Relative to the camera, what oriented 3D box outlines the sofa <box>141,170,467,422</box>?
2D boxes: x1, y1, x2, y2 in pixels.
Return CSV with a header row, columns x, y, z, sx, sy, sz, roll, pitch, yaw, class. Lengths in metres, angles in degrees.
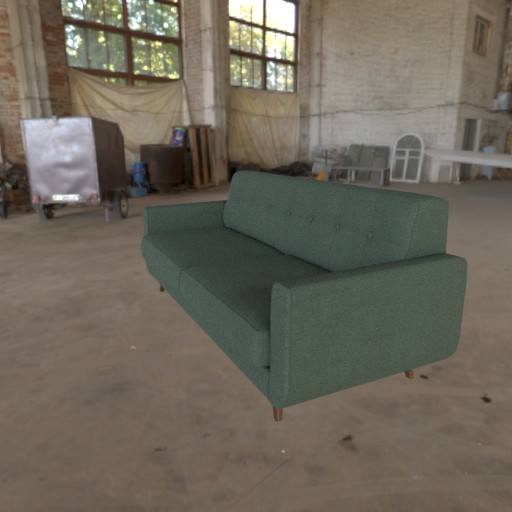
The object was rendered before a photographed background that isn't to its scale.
x,y,z,sx,sy,sz,roll,pitch,yaw,class
0.000,0.000,2.494,0.909,0.841,2.029,-7,16,-26,sofa
